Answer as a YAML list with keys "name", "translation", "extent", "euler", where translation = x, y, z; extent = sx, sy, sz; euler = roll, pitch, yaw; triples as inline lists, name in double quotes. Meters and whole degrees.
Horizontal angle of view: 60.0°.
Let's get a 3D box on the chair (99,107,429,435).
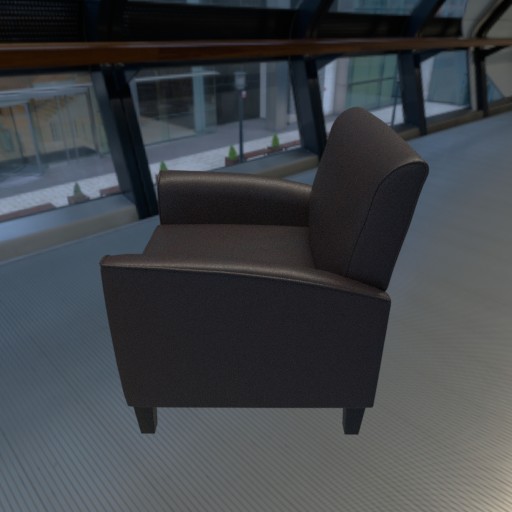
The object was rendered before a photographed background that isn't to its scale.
- name: "chair"
  translation: [0.000, 0.000, 1.557]
  extent: [0.819, 0.916, 0.820]
  euler: [0, 28, 0]
